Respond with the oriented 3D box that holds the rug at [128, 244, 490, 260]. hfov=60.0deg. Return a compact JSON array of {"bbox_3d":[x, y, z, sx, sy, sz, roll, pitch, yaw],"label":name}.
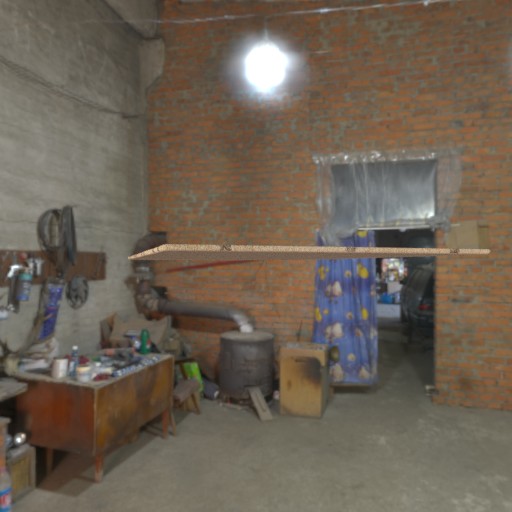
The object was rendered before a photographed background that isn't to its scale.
[{"bbox_3d":[0.000,0.000,2.913,1.501,0.024,2.348,0,-1,-19],"label":"rug"}]
